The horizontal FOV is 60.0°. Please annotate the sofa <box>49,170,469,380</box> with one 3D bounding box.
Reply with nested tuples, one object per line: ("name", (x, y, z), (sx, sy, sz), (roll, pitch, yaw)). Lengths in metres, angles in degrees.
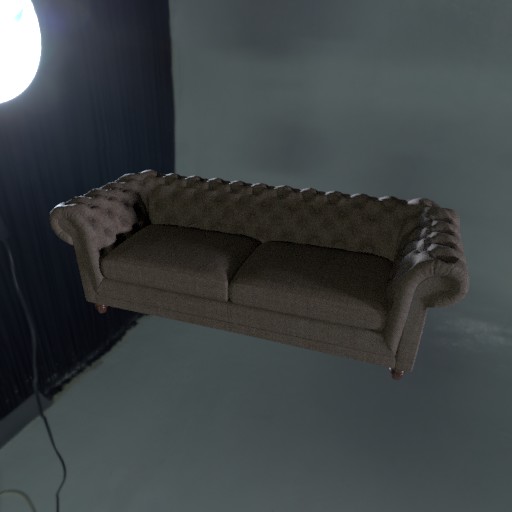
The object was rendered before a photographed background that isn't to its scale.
("sofa", (0.000, 0.000, 2.858), (2.385, 0.787, 0.944), (9, 28, 18))
